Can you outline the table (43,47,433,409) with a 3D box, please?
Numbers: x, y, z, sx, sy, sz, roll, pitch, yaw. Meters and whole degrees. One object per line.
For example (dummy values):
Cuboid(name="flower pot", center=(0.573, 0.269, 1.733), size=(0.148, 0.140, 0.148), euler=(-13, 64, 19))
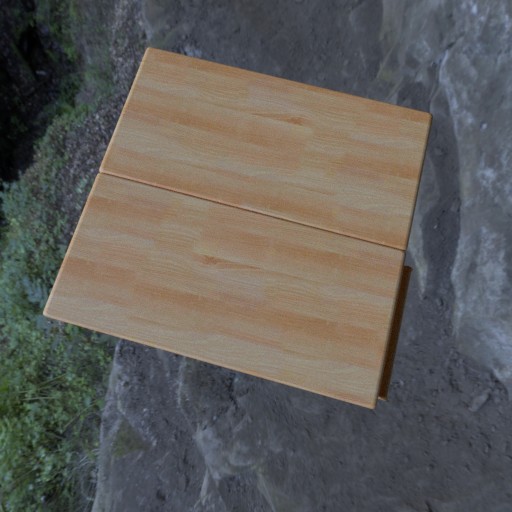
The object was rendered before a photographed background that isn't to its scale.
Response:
Cuboid(name="table", center=(0.000, 0.000, 1.394), size=(0.752, 0.832, 0.693), euler=(15, 76, 4))
